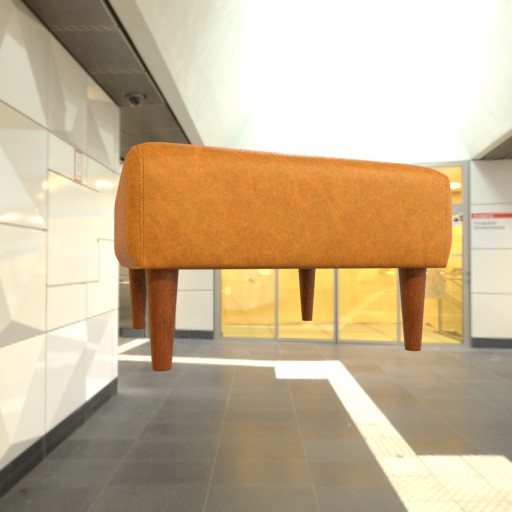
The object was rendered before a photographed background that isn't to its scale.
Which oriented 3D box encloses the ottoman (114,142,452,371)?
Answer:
[{"bbox_3d":[0.000,0.000,1.085,0.650,0.399,0.650,0,-1,-19],"label":"ottoman"}]
